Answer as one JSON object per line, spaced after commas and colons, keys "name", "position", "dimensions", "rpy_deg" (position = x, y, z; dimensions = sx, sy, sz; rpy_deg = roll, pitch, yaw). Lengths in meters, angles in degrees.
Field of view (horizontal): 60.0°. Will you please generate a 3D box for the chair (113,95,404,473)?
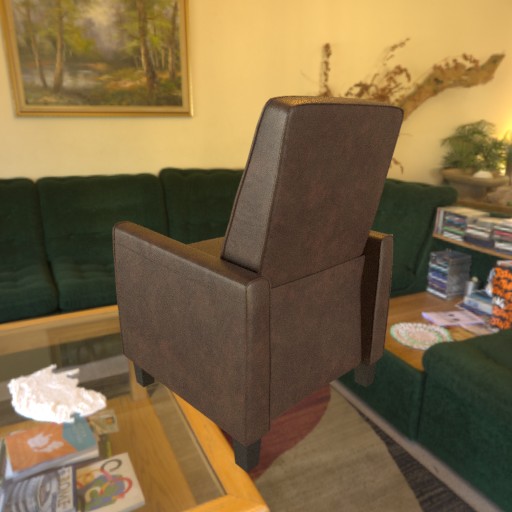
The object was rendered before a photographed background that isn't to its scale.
{"name": "chair", "position": [0.000, 0.000, 1.529], "dimensions": [0.705, 1.013, 0.746], "rpy_deg": [-16, 23, -42]}
